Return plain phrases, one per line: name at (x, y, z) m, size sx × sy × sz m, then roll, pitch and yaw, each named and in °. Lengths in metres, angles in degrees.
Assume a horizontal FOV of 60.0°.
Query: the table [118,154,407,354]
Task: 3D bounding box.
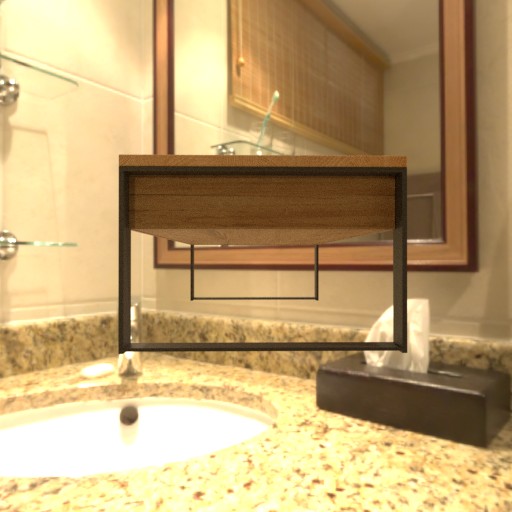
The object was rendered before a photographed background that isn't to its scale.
table at (0.000, 0.000, 1.481) m, size 0.590 × 0.400 × 1.180 m, roll 0°, pitch 0°, yaw -1°
